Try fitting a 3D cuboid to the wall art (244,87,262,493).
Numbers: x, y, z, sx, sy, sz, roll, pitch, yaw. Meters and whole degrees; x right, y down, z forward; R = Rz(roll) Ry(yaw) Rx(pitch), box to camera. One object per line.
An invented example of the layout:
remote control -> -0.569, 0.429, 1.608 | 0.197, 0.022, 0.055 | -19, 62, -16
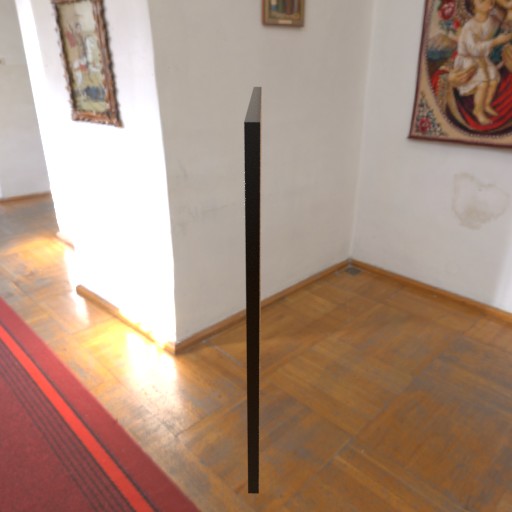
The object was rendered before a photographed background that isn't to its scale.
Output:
wall art -> 0.000, 0.000, 0.660 | 0.014, 0.445, 0.446 | 0, 24, 1
